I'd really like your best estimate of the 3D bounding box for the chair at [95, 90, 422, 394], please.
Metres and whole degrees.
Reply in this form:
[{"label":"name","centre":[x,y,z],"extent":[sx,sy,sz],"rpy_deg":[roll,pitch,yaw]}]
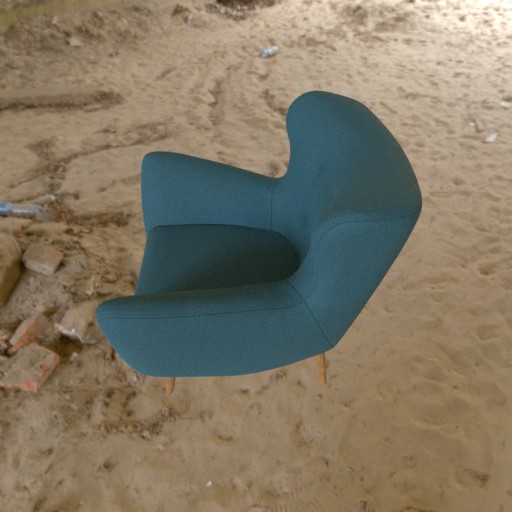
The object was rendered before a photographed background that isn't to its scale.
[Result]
[{"label":"chair","centre":[0.000,0.000,1.559],"extent":[0.889,0.889,0.890],"rpy_deg":[-2,41,-2]}]
